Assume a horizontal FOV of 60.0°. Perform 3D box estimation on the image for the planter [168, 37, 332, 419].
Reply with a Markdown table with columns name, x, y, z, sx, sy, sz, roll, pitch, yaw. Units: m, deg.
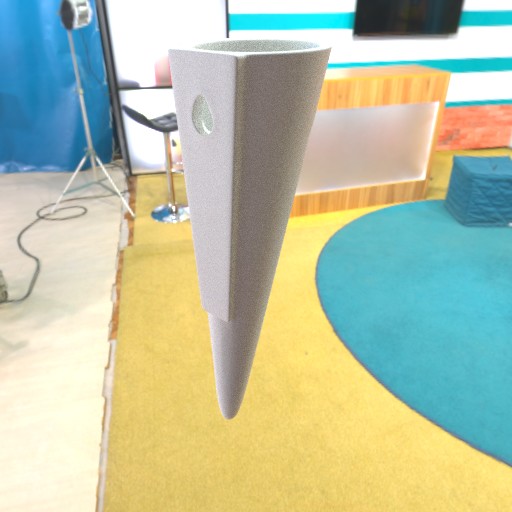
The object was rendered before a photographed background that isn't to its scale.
| name | x | y | z | sx | sy | sz | roll | pitch | yaw |
| --- | --- | --- | --- | --- | --- | --- | --- | --- | --- |
| planter | 0.000 | 0.000 | 0.223 | 0.057 | 0.193 | 0.064 | 22 | 37 | 33 |
